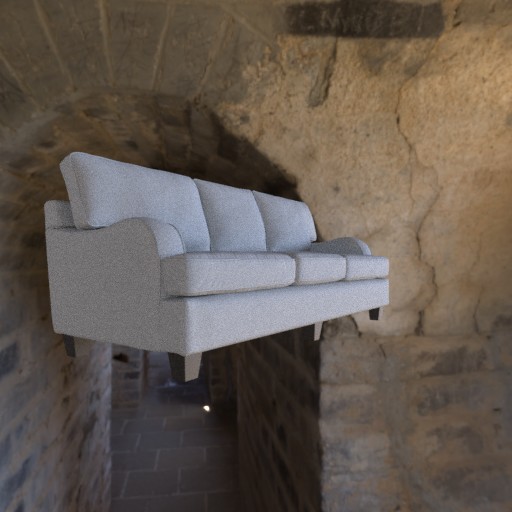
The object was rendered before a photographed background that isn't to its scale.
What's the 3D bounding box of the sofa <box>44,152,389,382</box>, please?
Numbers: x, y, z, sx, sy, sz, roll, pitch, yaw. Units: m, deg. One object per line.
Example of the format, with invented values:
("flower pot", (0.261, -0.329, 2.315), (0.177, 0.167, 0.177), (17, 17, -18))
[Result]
("sofa", (0.000, 0.000, 2.873), (1.016, 0.997, 2.323), (0, 0, 35))
